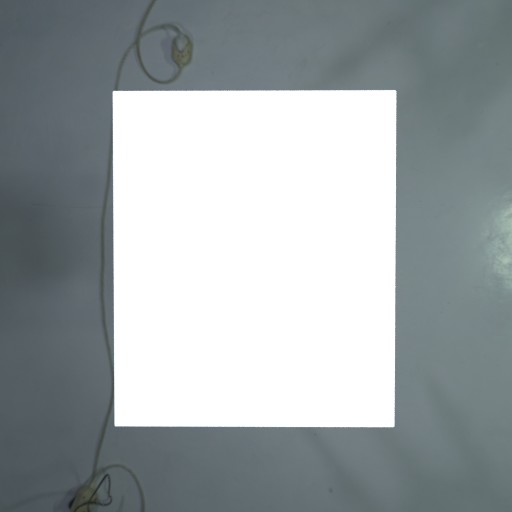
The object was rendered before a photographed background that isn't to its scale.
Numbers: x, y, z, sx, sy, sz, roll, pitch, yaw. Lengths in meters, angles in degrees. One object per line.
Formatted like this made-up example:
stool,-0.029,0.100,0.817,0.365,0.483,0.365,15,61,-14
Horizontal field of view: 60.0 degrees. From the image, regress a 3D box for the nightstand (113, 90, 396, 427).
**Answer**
nightstand,0.000,0.000,0.942,0.402,0.623,0.479,0,91,0
